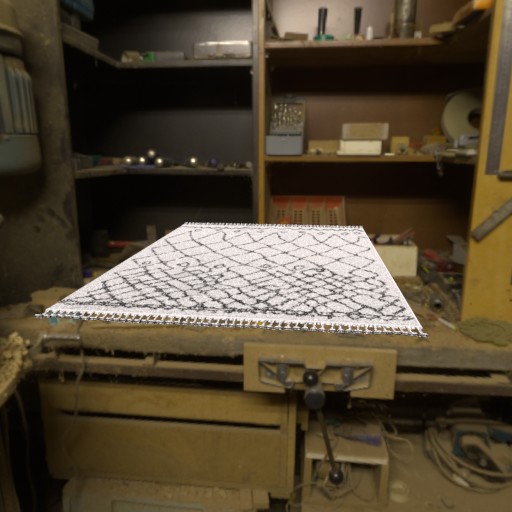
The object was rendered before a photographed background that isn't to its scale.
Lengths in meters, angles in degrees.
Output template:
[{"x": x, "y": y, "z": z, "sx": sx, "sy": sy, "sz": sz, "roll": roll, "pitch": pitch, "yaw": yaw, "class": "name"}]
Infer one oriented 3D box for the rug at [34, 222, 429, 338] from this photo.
[{"x": 0.000, "y": 0.000, "z": 2.888, "sx": 1.613, "sy": 0.017, "sz": 2.312, "roll": 2, "pitch": 14, "yaw": 7, "class": "rug"}]
